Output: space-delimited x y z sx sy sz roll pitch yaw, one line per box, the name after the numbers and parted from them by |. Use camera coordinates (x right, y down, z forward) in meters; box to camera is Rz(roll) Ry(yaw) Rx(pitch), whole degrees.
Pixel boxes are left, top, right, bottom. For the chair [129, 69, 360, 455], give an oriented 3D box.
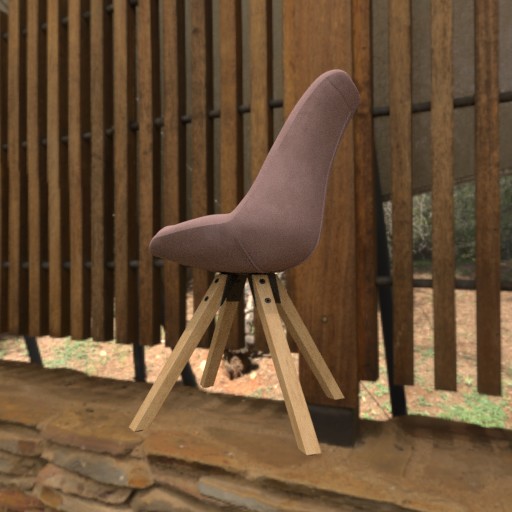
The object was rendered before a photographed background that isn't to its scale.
0.000 0.000 1.198 0.550 0.850 0.485 0 -1 18 | chair
